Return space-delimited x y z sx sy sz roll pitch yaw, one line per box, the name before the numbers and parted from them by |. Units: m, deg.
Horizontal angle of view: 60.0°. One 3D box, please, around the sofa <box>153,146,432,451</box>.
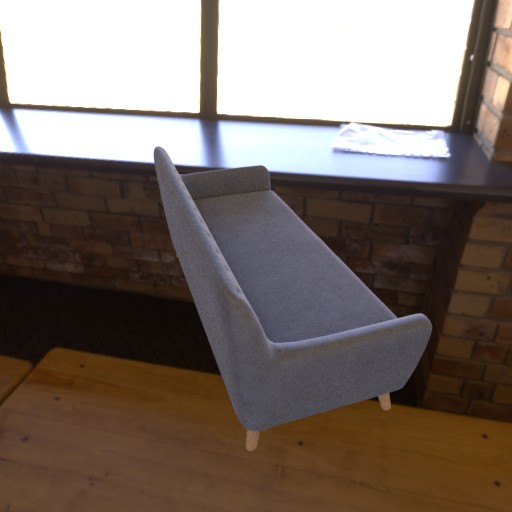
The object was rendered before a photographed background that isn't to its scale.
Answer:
sofa | 0.000 0.000 2.467 0.830 0.830 1.970 -10 32 -16
